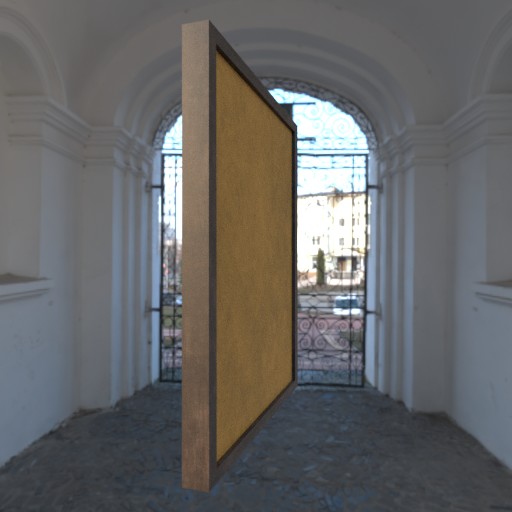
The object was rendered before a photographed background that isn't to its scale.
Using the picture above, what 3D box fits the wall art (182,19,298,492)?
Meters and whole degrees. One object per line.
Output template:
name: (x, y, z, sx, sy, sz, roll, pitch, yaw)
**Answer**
wall art: (0.000, 0.000, 0.540, 0.027, 0.406, 0.329, 0, 0, 19)
